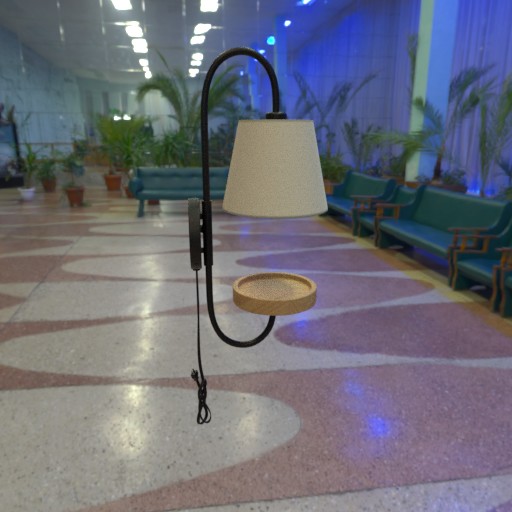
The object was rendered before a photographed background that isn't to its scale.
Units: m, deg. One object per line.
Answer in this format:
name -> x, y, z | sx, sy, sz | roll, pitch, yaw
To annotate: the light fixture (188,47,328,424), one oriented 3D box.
light fixture -> 0.000, 0.000, 0.951 | 0.299, 0.821, 0.220 | -2, 16, -7
